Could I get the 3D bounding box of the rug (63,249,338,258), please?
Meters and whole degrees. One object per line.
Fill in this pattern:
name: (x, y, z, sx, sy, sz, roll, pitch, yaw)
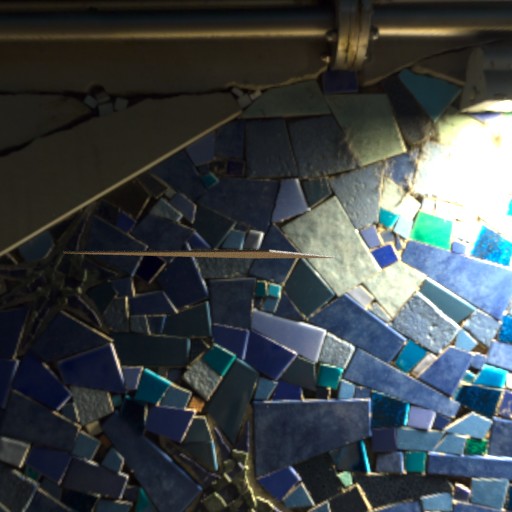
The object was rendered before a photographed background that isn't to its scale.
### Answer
rug: (0.000, 0.000, 2.663, 0.762, 0.008, 2.439, 0, -1, 15)
